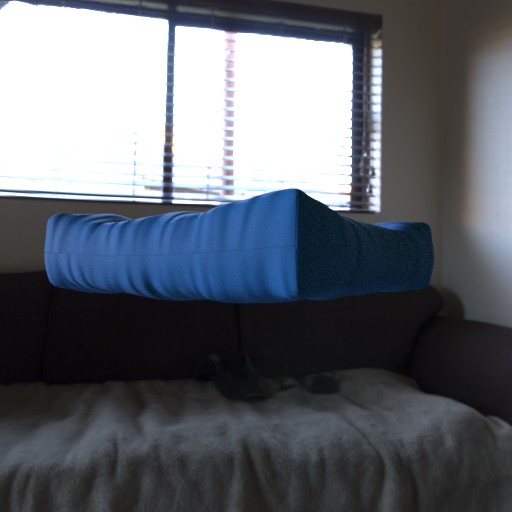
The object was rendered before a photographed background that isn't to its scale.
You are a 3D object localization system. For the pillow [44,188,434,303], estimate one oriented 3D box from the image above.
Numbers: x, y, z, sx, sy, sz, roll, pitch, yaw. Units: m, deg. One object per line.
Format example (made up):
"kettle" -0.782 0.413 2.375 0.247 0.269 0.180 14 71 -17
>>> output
"pillow" 0.000 0.000 0.734 0.468 0.128 0.490 -1 -2 35
